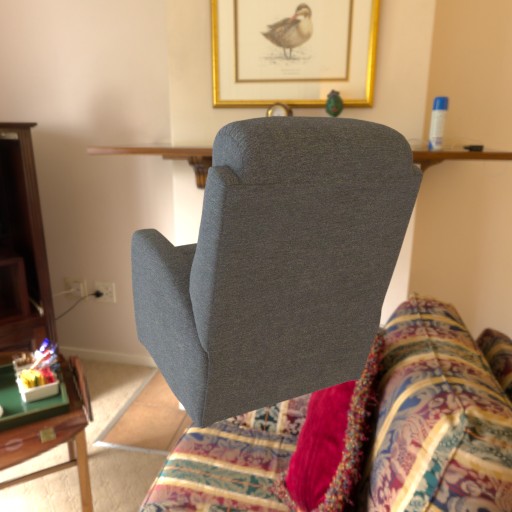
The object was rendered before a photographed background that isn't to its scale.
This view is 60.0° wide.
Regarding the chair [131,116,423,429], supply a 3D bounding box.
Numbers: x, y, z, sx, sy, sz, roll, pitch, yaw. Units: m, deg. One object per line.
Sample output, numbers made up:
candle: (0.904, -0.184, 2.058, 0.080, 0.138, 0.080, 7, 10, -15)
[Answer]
chair: (0.000, 0.000, 1.731, 0.798, 1.013, 1.043, -8, 17, -26)
